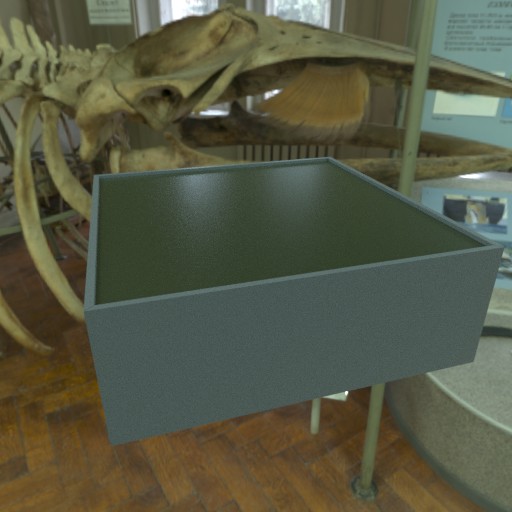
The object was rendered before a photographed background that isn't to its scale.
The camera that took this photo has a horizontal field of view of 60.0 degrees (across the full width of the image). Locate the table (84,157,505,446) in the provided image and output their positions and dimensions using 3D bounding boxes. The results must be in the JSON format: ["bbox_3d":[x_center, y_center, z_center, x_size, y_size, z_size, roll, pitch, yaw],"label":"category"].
[{"bbox_3d":[0.000,0.000,1.196,0.801,0.299,0.801,-8,27,-15],"label":"table"}]
